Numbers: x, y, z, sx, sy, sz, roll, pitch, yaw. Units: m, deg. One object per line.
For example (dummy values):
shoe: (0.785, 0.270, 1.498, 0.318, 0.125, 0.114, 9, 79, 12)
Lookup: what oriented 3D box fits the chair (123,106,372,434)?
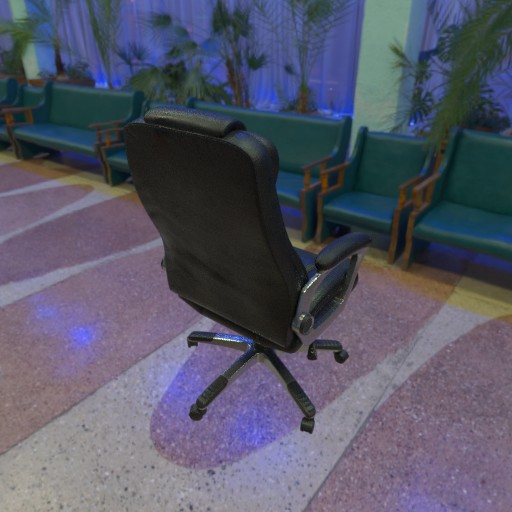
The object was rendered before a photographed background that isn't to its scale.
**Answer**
chair: (0.000, 0.000, 1.555, 0.697, 1.075, 0.689, 21, 35, 33)
